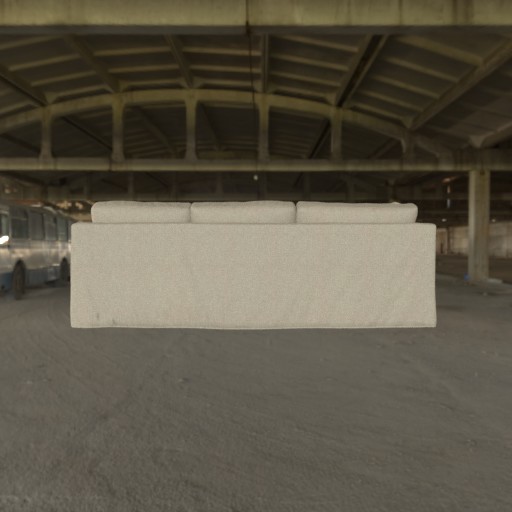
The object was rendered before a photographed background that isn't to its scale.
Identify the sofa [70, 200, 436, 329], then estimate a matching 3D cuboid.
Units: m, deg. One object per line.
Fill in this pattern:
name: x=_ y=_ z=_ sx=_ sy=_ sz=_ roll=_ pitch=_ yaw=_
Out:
sofa: x=0.000 y=0.000 z=4.639 sx=2.476 sy=0.878 sz=3.528 roll=0 pitch=2 yaw=0
